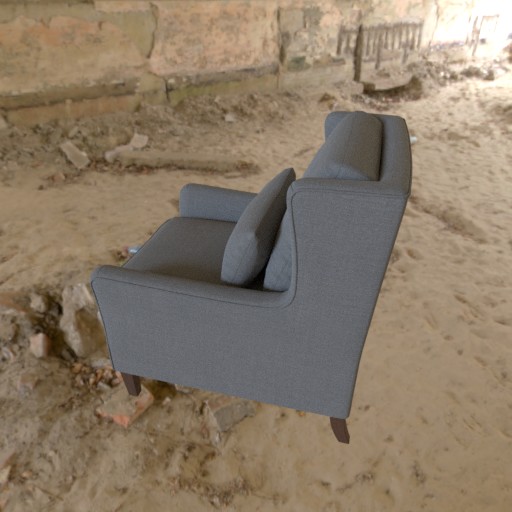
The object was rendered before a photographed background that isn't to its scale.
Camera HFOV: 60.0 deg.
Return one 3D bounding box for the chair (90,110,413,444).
[{"bbox_3d":[0.000,0.000,1.800,1.040,1.056,0.866,8,32,13],"label":"chair"}]
